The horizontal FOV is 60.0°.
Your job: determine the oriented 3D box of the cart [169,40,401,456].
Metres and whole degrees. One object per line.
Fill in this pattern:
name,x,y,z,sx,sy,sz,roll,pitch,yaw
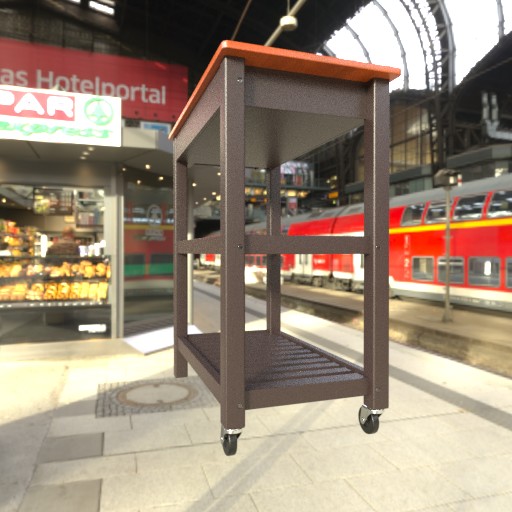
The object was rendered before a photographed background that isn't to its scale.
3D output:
cart,0.000,0.000,1.442,0.457,0.927,0.899,0,1,-19
